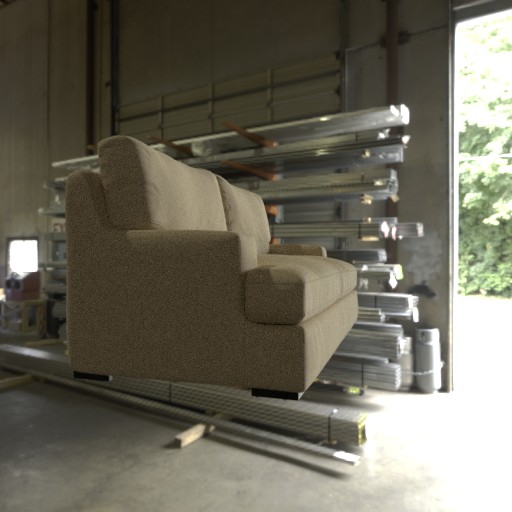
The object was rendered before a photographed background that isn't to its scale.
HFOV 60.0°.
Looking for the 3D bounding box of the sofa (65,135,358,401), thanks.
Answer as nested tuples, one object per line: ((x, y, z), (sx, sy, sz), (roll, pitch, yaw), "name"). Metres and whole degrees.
((0.000, 0.000, 2.439), (0.962, 0.967, 1.885), (0, 0, 18), "sofa")
